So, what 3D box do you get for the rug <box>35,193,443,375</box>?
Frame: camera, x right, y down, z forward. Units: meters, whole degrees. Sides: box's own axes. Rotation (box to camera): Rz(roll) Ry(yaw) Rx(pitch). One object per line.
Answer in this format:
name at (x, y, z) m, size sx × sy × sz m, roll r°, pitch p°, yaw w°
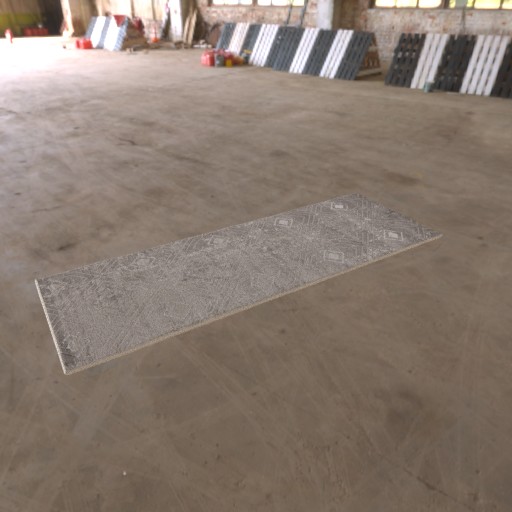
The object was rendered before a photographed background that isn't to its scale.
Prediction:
rug at (0.000, 0.000, 2.693) m, size 2.381 × 0.035 × 0.832 m, roll -17°, pitch 35°, yaw -27°
